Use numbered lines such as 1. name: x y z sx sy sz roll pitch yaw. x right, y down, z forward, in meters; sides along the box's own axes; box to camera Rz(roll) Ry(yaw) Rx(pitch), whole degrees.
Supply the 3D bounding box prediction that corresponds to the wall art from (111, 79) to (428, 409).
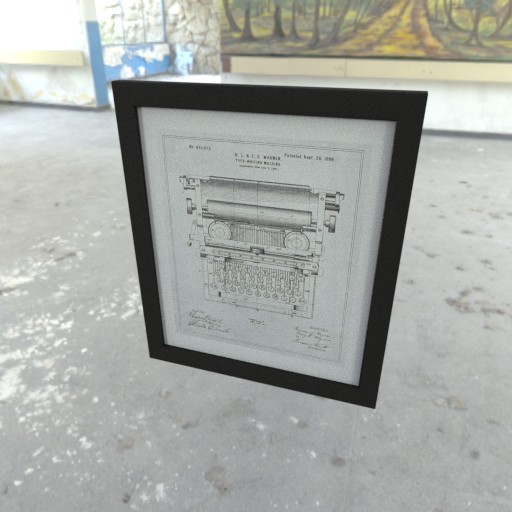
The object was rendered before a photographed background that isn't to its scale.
1. wall art: 0.000 0.000 0.704 0.432 0.508 0.021 8 28 16
